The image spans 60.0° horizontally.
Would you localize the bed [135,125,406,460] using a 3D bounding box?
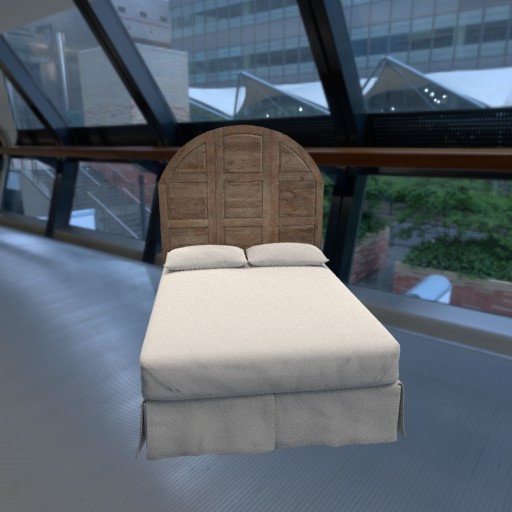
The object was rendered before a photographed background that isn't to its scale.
[{"bbox_3d":[0.000,0.000,3.482,1.713,2.002,2.112,-2,16,-7],"label":"bed"}]
